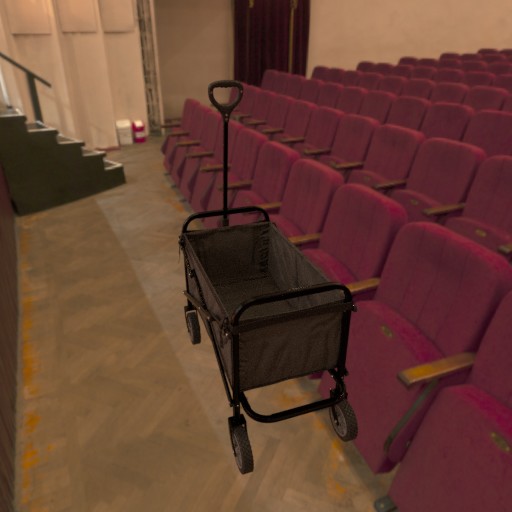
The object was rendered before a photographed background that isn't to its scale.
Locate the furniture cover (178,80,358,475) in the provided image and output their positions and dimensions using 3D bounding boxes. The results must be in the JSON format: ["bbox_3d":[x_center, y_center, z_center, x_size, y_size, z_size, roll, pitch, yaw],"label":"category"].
[{"bbox_3d":[0.000,0.000,1.829,0.532,1.295,1.038,-9,28,-18],"label":"furniture cover"}]
